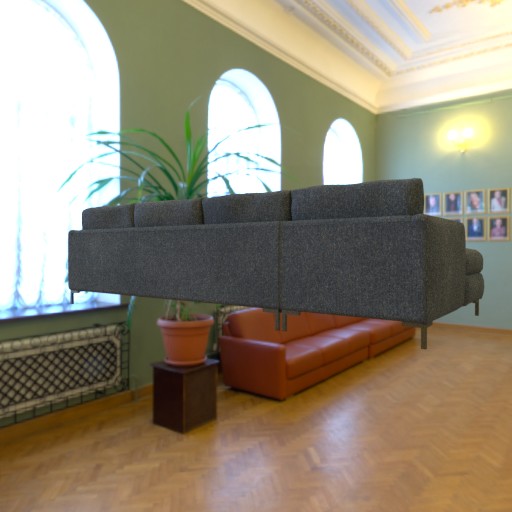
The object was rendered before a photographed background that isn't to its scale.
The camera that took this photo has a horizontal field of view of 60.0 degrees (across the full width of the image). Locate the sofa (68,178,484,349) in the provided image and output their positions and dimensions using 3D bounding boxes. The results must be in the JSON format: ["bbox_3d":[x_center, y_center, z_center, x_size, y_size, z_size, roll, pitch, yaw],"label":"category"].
[{"bbox_3d":[0.000,0.000,3.360,2.932,0.810,1.350,1,1,36],"label":"sofa"}]
